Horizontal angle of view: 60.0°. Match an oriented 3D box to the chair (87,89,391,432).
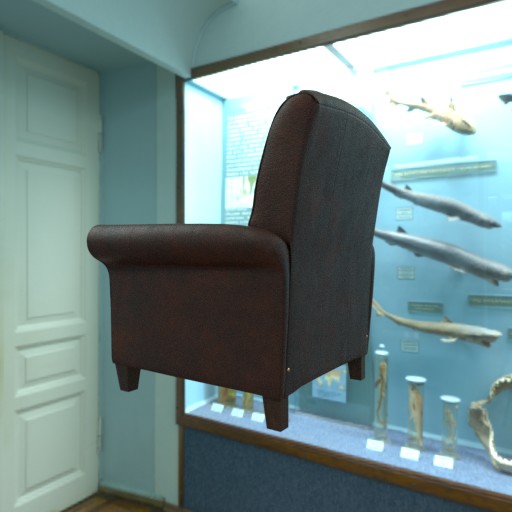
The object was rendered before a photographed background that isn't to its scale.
[{"bbox_3d":[0.000,0.000,1.813,0.902,1.061,0.978,0,0,34],"label":"chair"}]
